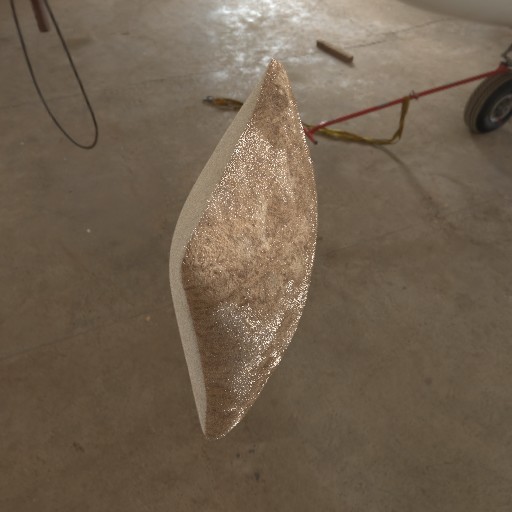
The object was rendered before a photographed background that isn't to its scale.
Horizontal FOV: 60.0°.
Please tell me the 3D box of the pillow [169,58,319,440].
[{"bbox_3d":[0.000,0.000,0.826,0.216,0.525,0.538,10,47,9],"label":"pillow"}]
